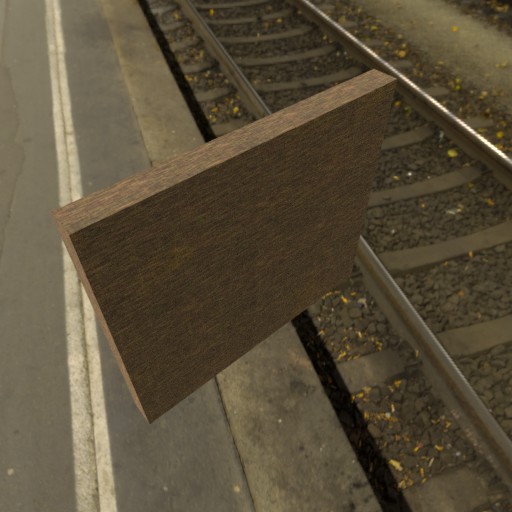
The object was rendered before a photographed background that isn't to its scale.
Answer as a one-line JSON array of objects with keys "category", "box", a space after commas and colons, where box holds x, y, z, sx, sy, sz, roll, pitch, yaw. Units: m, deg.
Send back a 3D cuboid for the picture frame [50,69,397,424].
[{"category": "picture frame", "box": [0.000, 0.000, 0.529, 0.378, 0.330, 0.033, -32, 54, -26]}]
